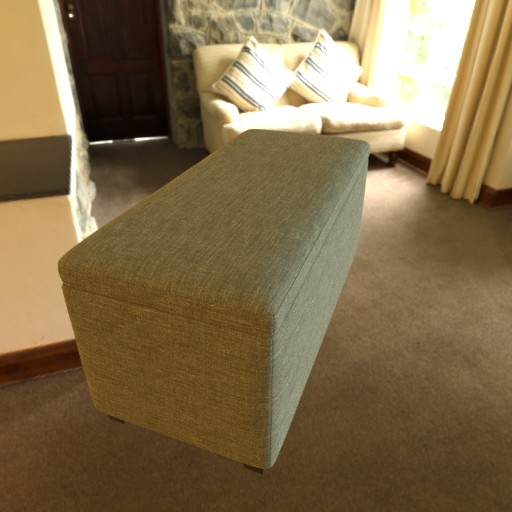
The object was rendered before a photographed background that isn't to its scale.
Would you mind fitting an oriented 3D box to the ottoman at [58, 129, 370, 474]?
[{"bbox_3d":[0.000,0.000,1.132,0.419,0.432,0.902,11,33,18],"label":"ottoman"}]
